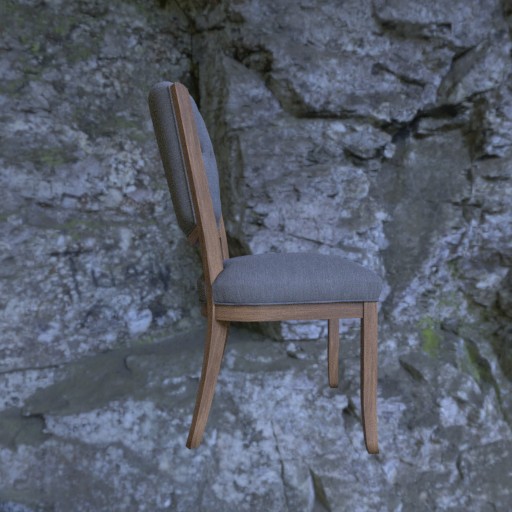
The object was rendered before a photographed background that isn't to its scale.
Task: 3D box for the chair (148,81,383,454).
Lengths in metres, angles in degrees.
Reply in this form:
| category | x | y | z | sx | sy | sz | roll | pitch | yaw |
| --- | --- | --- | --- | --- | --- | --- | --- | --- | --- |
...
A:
| category | x | y | z | sx | sy | sz | roll | pitch | yaw |
| --- | --- | --- | --- | --- | --- | --- | --- | --- | --- |
| chair | 0.000 | 0.000 | 1.268 | 0.584 | 0.905 | 0.513 | 0 | 1 | -1 |
